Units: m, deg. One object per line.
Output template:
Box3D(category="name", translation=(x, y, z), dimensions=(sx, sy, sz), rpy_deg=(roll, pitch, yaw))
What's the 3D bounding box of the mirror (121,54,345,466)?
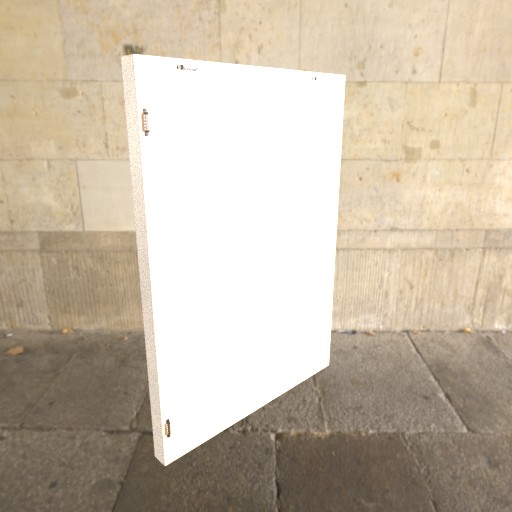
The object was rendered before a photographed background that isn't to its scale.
Box3D(category="mirror", translation=(0.000, 0.000, 0.904), dimensions=(0.507, 0.710, 0.040), rpy_deg=(-16, 24, -42))
